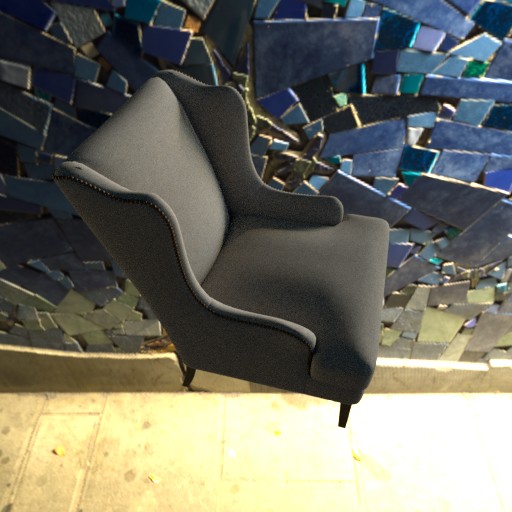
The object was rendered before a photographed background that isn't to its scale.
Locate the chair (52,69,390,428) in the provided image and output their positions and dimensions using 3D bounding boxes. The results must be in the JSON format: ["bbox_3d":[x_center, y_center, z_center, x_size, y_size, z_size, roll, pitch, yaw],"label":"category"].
[{"bbox_3d":[0.000,0.000,1.616,0.940,1.029,0.737,11,46,11],"label":"chair"}]
